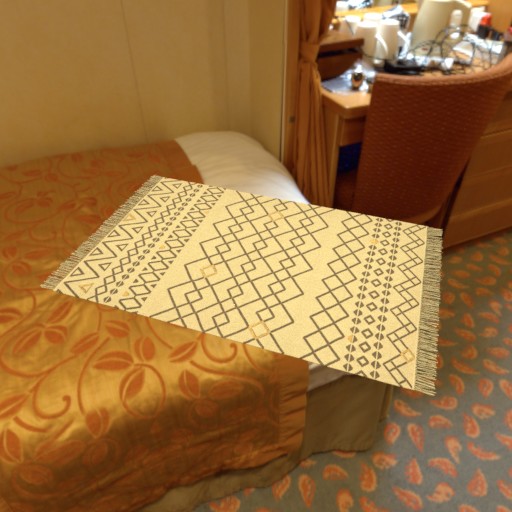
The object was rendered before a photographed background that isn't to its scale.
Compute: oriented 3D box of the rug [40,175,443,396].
[{"bbox_3d":[0.000,0.000,3.098,2.472,0.035,1.495,13,42,14],"label":"rug"}]
